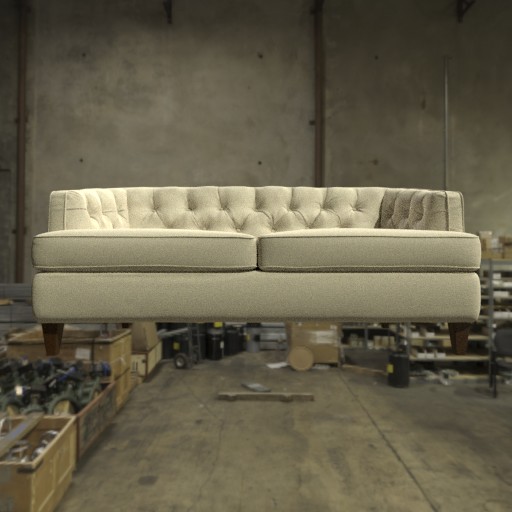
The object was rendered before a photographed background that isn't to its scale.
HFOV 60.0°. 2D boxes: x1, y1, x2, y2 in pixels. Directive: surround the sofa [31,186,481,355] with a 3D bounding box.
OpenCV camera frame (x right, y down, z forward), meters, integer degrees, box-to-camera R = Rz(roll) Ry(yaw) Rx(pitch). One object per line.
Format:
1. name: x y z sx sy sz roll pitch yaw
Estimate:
1. sofa: 0.000 0.000 2.122 1.733 0.855 0.941 0 -1 0
